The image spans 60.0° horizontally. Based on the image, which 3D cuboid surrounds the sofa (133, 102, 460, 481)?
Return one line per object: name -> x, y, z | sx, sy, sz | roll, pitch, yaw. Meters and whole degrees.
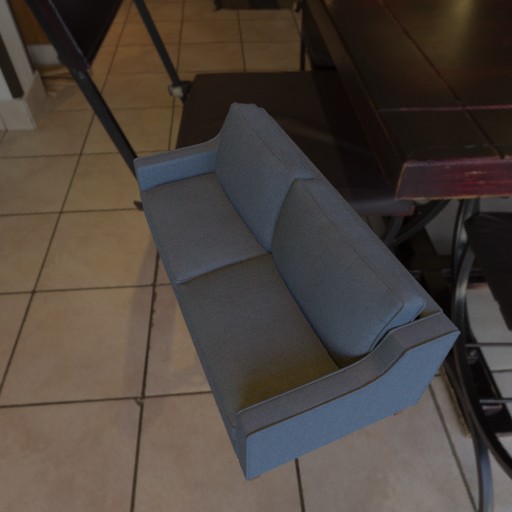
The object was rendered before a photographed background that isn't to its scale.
sofa -> 0.000, 0.000, 2.765 | 1.066, 1.071, 2.178 | -17, 49, -16
